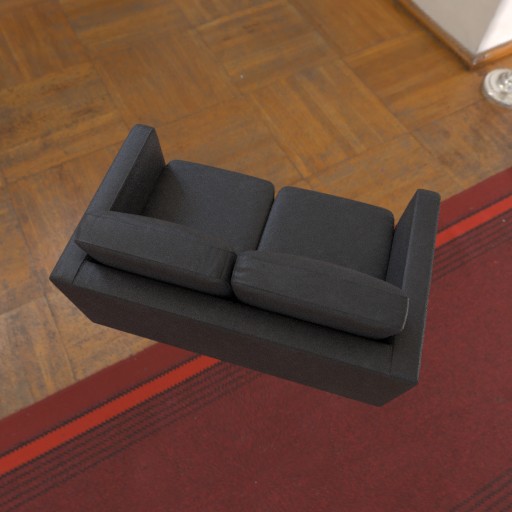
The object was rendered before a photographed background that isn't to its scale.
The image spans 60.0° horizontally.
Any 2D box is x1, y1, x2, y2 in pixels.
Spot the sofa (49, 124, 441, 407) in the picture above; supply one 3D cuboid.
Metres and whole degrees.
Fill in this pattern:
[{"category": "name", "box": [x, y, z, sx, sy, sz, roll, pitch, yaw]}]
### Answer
[{"category": "sofa", "box": [0.000, 0.000, 2.025, 1.430, 0.899, 0.879, 15, 64, 7]}]
